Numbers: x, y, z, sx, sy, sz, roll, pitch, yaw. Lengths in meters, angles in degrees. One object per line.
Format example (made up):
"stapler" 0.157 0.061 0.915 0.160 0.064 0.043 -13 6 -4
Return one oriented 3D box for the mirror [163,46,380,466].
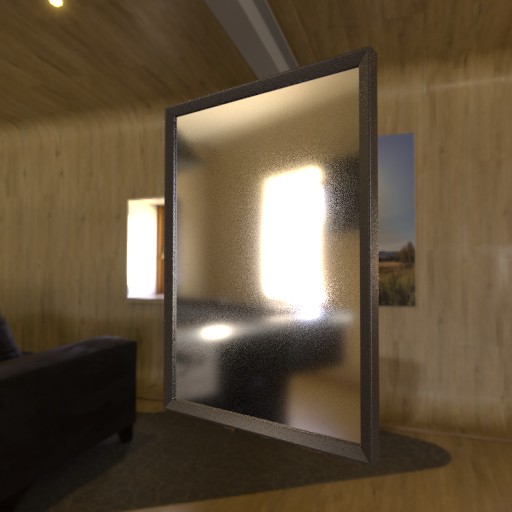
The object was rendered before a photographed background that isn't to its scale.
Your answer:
"mirror" 0.000 0.000 0.911 0.507 0.710 0.039 -1 -1 36
